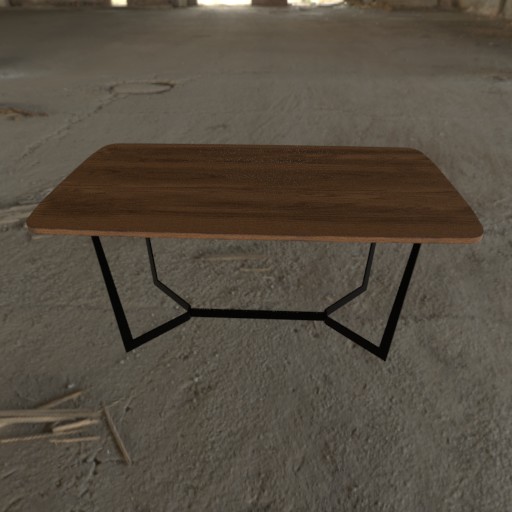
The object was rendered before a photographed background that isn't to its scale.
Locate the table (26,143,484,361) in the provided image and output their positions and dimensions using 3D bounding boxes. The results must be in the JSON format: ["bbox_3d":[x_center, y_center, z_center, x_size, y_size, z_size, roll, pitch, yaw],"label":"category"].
[{"bbox_3d":[0.000,0.000,2.095,1.643,0.765,0.949,1,32,2],"label":"table"}]
